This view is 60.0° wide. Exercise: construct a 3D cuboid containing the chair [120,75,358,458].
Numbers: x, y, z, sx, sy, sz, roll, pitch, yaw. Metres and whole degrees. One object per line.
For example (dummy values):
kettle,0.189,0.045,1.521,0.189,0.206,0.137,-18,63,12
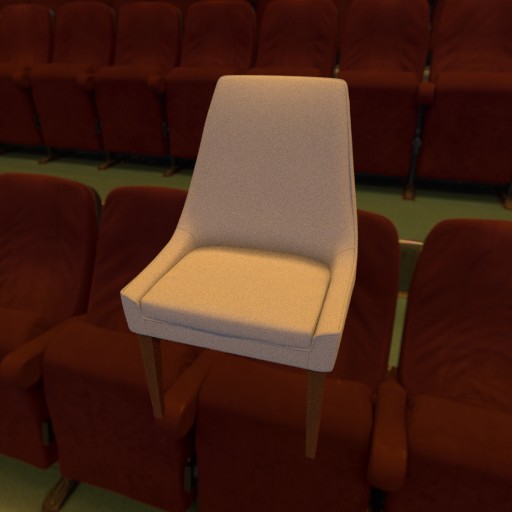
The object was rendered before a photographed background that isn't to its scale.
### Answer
chair,0.000,0.000,1.196,0.529,0.861,0.544,8,28,16
